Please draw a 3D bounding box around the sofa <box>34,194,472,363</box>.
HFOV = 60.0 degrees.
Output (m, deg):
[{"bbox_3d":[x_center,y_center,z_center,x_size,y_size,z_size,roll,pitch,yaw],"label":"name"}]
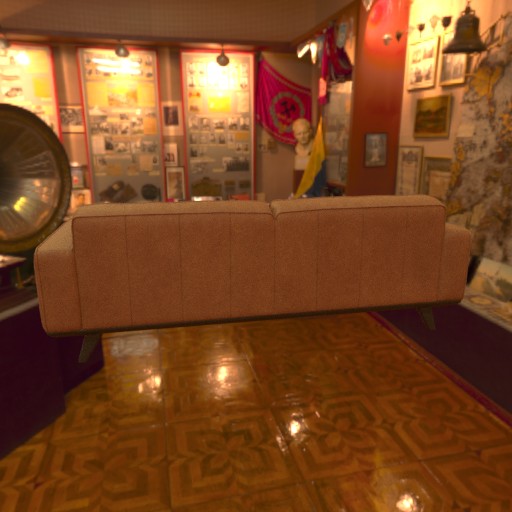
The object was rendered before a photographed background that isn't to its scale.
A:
[{"bbox_3d":[0.000,0.000,2.679,2.270,0.780,0.953,-3,15,-11],"label":"sofa"}]
